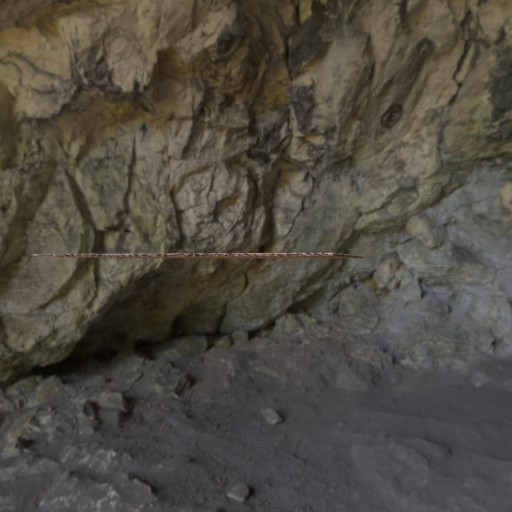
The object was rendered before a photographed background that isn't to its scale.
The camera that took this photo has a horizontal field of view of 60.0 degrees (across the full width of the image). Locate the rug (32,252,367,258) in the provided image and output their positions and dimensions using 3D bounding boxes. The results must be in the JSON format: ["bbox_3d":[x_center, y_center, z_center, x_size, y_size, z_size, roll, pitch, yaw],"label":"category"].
[{"bbox_3d":[0.000,0.000,2.015,0.905,0.017,1.718,0,0,17],"label":"rug"}]
